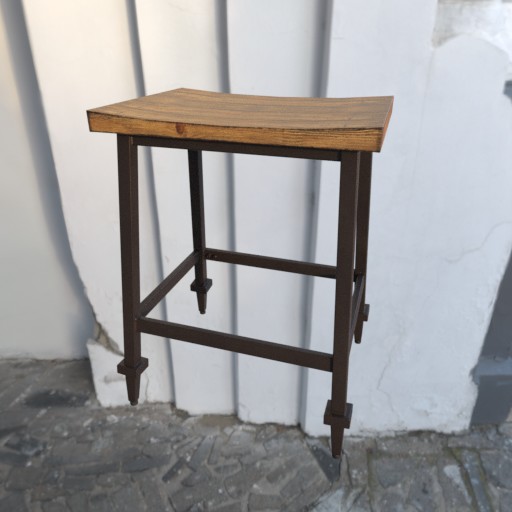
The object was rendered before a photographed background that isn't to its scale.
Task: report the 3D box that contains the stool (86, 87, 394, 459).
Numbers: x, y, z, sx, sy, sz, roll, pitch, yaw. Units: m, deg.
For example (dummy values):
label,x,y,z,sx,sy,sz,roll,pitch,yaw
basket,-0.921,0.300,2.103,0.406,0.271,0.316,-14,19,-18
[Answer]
label,x,y,z,sx,sy,sz,roll,pitch,yaw
stool,0.000,0.000,0.944,0.486,0.625,0.405,8,28,16
